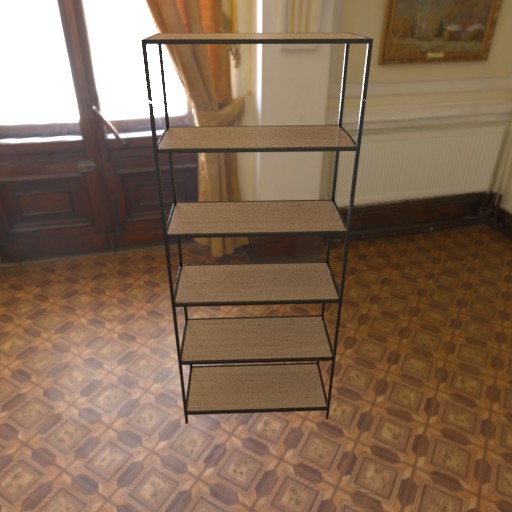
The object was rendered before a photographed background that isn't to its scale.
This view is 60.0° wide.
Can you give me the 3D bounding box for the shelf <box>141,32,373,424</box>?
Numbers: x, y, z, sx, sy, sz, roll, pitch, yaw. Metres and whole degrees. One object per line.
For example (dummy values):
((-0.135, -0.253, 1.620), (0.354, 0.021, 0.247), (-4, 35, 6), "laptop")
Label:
((0.000, 0.000, 2.076), (0.770, 1.850, 0.350), (-1, 30, -2), "shelf")
